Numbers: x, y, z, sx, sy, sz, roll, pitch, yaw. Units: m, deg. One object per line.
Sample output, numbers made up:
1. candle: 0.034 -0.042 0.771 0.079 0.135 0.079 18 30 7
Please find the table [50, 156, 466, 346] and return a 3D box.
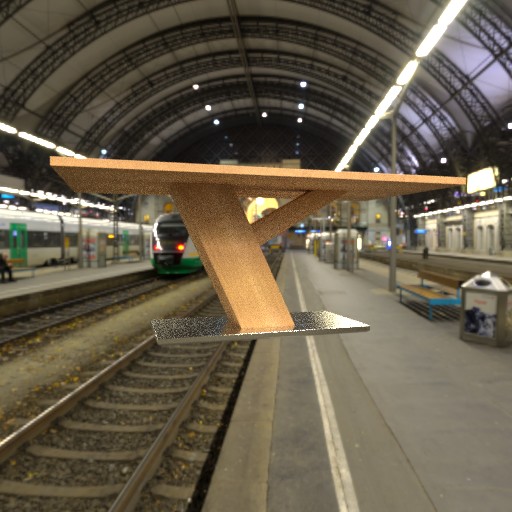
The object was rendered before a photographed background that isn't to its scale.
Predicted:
1. table: 0.000 0.000 2.272 1.800 0.750 0.900 -1 2 -17
